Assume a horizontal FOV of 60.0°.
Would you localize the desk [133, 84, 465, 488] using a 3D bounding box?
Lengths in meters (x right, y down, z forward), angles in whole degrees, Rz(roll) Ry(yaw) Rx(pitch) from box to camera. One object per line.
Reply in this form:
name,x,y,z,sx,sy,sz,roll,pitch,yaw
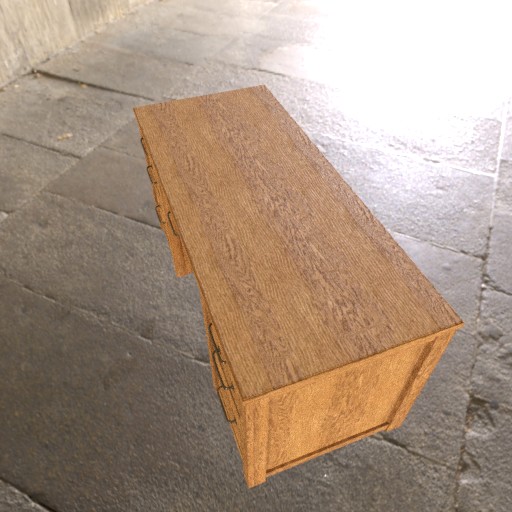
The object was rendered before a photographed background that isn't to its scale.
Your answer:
desk,0.000,0.000,1.955,0.685,0.751,1.567,-15,49,-14
